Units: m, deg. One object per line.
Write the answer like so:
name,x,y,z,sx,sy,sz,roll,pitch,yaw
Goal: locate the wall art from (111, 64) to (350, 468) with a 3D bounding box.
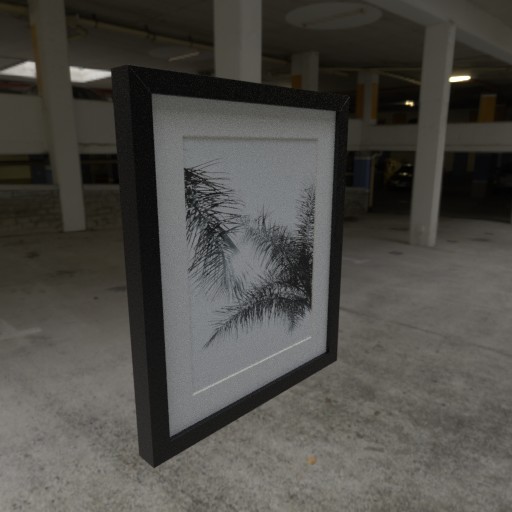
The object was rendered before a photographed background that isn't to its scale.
wall art,0.000,0.000,0.525,0.028,0.380,0.325,13,19,43
